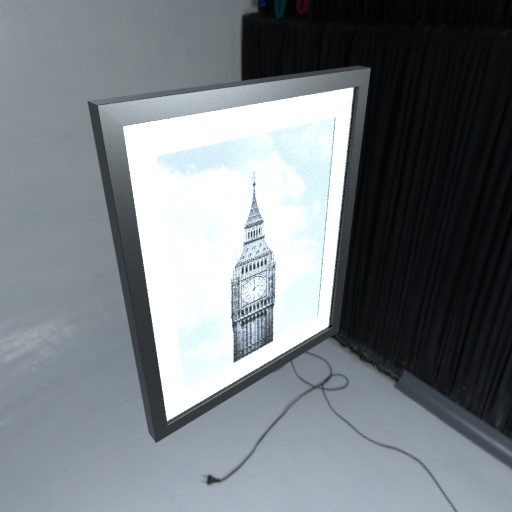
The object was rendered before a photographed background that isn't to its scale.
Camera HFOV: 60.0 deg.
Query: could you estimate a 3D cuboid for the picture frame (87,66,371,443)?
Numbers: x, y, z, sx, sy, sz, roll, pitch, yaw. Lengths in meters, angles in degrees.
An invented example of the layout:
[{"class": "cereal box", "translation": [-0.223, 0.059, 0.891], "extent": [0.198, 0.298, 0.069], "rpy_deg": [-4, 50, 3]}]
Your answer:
[{"class": "picture frame", "translation": [0.000, 0.000, 0.749], "extent": [0.460, 0.556, 0.028], "rpy_deg": [-22, 37, -33]}]
